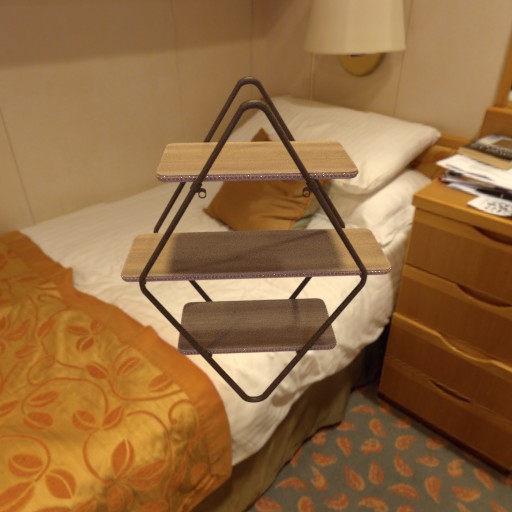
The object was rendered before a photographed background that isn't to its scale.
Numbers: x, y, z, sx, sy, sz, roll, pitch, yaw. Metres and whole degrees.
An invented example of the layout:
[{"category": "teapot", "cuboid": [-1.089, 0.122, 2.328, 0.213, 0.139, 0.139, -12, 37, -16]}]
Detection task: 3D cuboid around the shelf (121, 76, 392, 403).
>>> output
[{"category": "shelf", "cuboid": [0.000, 0.000, 1.064, 0.609, 0.774, 0.234, -2, 32, -3]}]
